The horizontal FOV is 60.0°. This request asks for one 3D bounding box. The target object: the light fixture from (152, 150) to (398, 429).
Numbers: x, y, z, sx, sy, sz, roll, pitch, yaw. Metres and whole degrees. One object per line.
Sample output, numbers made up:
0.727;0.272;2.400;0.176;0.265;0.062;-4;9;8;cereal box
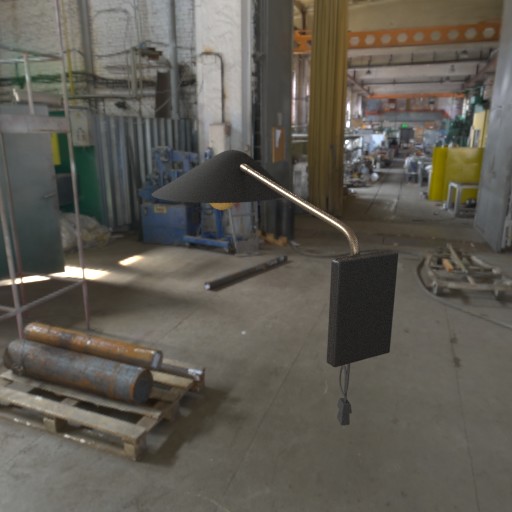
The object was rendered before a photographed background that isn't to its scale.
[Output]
0.000;0.000;0.683;0.240;0.312;0.516;-7;17;-25;light fixture
